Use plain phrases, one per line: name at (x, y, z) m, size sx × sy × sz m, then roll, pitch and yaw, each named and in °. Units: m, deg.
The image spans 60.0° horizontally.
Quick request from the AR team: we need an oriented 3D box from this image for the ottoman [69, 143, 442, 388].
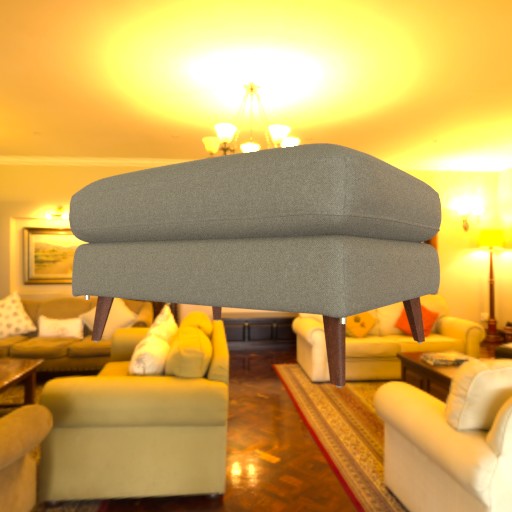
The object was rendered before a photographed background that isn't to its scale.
ottoman at (0.000, 0.000, 1.151) m, size 0.811 × 0.449 × 0.608 m, roll 0°, pitch 0°, yaw 36°
